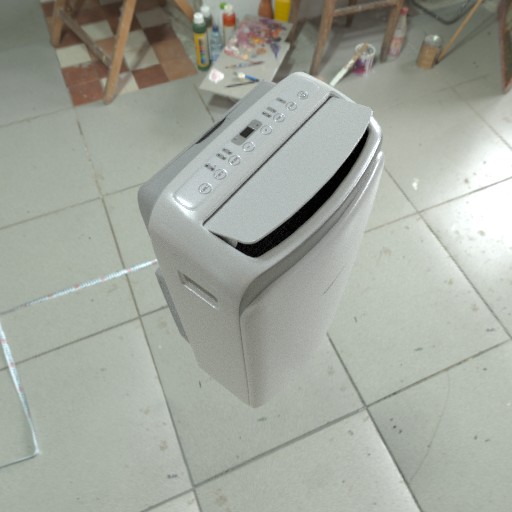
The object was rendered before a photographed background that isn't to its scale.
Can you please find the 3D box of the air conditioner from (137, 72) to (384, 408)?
[{"bbox_3d":[0.000,0.000,1.046,0.414,0.786,0.449,34,65,18],"label":"air conditioner"}]
